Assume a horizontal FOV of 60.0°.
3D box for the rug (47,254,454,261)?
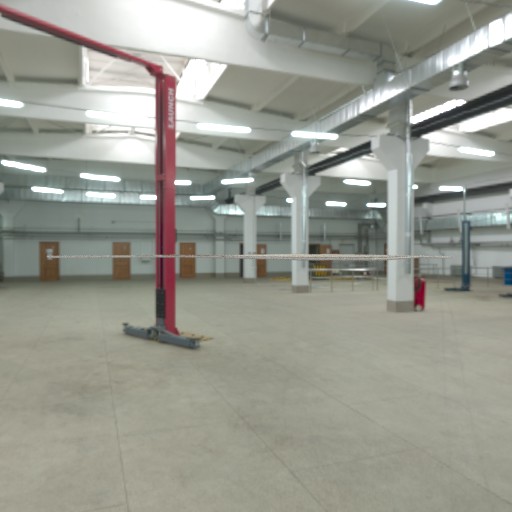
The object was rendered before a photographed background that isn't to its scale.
[{"bbox_3d":[0.000,0.000,4.345,3.202,0.045,2.434,0,0,34],"label":"rug"}]
